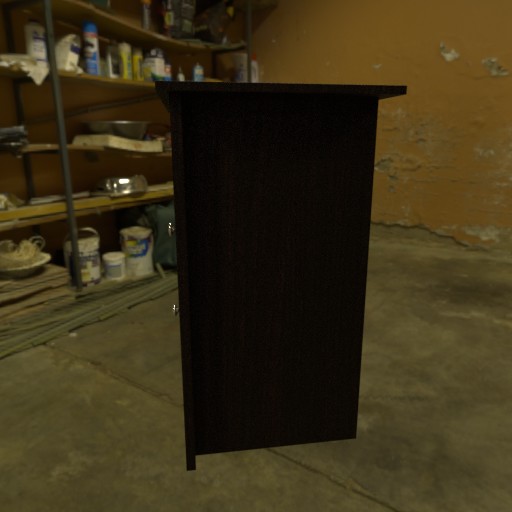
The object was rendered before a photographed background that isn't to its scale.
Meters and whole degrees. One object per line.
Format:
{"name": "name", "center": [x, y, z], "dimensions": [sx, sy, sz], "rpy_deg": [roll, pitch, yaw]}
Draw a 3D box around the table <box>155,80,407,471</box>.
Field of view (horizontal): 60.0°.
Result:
{"name": "table", "center": [0.000, 0.000, 1.064], "dimensions": [0.406, 0.711, 0.591], "rpy_deg": [-2, 15, -9]}
